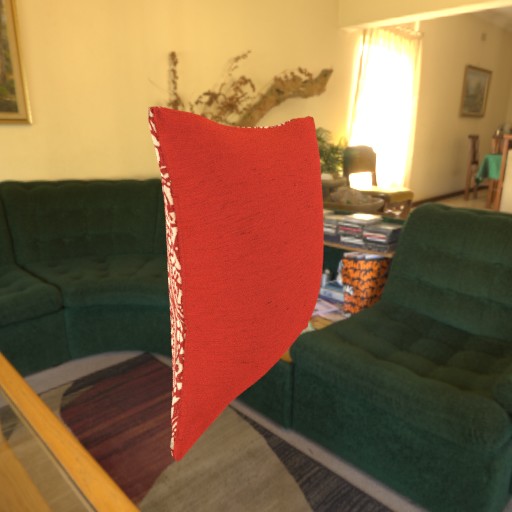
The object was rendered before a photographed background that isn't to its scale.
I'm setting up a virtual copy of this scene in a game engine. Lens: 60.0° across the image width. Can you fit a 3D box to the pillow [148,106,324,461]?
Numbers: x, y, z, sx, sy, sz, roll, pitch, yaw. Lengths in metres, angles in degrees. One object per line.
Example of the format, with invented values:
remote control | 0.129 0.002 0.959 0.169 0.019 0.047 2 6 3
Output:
pillow | 0.000 0.000 0.677 0.162 0.419 0.438 8 18 27
